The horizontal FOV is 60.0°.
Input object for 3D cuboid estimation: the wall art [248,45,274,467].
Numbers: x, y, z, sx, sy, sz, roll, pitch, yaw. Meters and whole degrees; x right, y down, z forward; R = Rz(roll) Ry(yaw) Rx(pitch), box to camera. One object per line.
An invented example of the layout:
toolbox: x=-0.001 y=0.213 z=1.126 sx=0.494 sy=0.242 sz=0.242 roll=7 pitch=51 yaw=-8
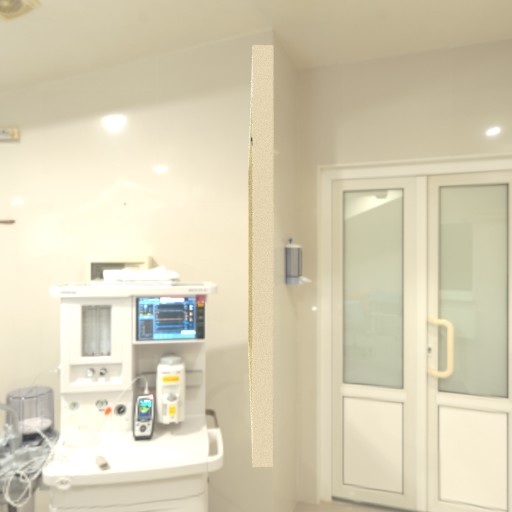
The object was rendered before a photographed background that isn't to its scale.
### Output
wall art: x=0.000 y=0.000 z=1.308 sx=0.038 sy=0.762 sz=1.016 roll=0 pitch=0 yaw=-1
